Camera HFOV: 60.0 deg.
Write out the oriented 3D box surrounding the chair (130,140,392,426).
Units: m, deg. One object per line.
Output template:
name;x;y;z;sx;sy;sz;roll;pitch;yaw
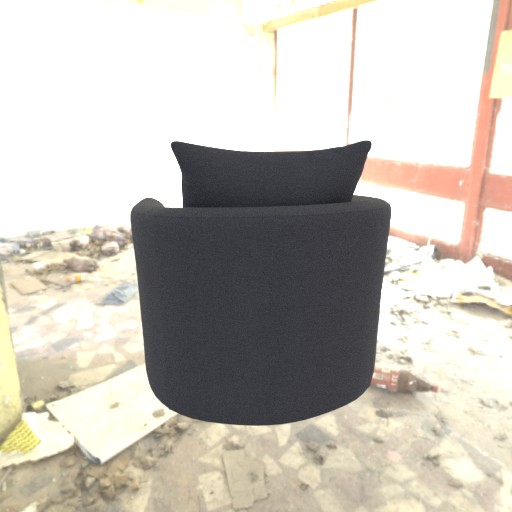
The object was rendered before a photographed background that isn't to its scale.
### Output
chair;0.000;0.000;1.611;0.845;0.848;0.910;-3;18;-10
